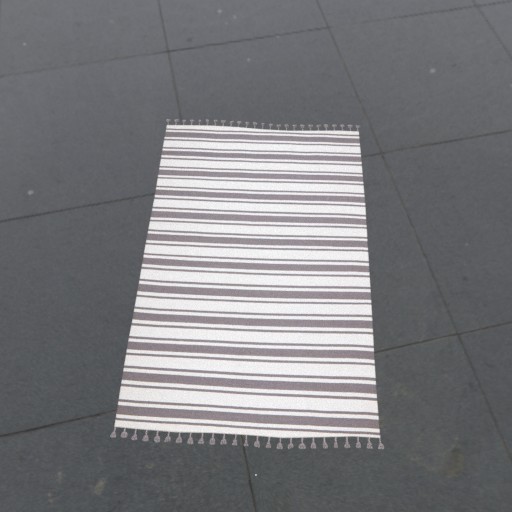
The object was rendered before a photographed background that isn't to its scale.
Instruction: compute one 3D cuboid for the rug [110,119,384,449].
[{"bbox_3d":[0.000,0.000,3.050,1.563,0.014,2.425,2,64,1],"label":"rug"}]
